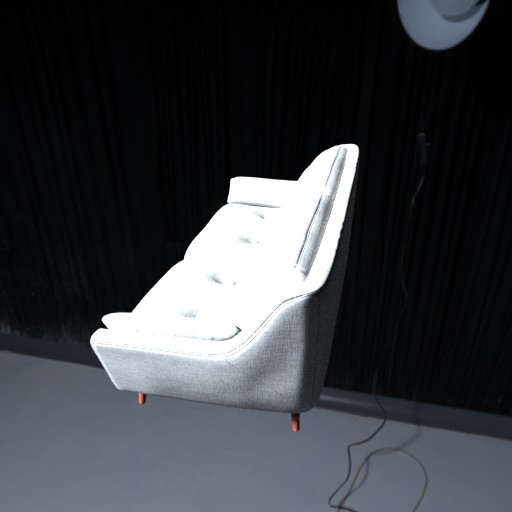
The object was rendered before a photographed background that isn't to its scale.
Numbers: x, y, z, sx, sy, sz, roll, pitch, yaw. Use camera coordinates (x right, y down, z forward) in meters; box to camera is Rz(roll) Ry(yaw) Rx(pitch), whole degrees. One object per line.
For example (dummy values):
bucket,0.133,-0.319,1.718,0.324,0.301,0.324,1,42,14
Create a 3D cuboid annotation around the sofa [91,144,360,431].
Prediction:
sofa,0.000,0.000,2.493,0.976,0.897,1.930,8,31,13
